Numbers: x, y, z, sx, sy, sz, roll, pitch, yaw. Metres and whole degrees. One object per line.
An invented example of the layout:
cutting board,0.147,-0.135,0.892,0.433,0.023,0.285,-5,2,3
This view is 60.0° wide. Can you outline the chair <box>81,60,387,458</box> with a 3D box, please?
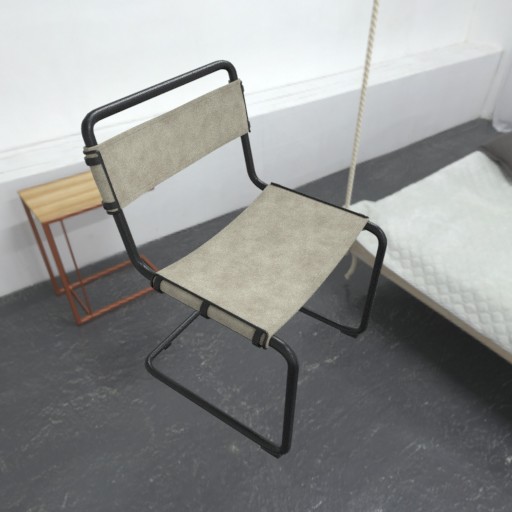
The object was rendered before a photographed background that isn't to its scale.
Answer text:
chair,0.000,0.000,1.082,0.497,0.747,0.499,23,45,26
